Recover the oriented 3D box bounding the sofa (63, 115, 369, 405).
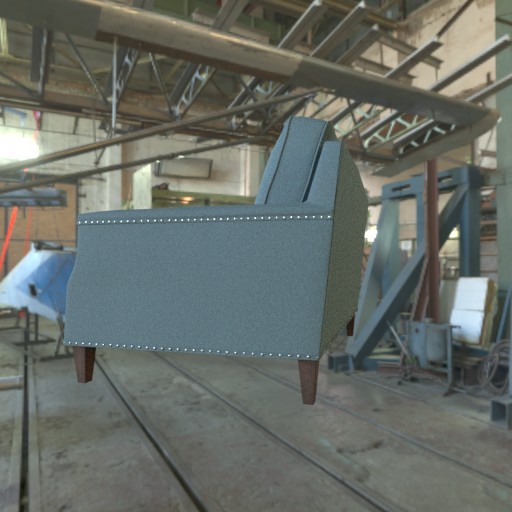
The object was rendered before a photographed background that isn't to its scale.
[{"bbox_3d":[0.000,0.000,2.291,1.084,1.003,1.597,0,-1,17],"label":"sofa"}]
